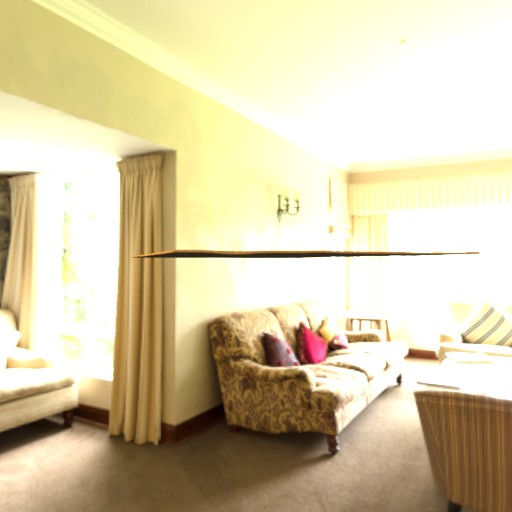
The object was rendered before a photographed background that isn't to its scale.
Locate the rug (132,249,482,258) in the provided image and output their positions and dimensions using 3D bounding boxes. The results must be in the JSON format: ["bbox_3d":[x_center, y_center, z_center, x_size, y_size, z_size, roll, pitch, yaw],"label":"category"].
[{"bbox_3d":[0.000,0.000,3.095,1.531,0.023,2.444,0,-1,-19],"label":"rug"}]
